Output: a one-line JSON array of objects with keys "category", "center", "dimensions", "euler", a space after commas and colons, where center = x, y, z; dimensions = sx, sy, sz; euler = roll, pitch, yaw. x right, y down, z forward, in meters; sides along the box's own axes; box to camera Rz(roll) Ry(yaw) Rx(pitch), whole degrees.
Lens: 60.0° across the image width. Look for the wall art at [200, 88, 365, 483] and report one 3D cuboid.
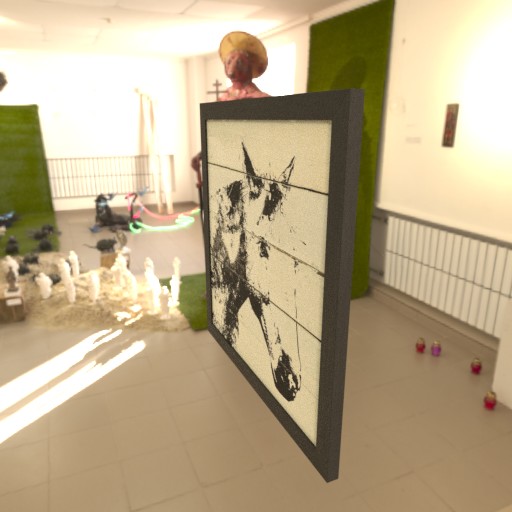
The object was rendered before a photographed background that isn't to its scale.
[{"category": "wall art", "center": [0.000, 0.000, 1.515], "dimensions": [0.038, 1.016, 1.016], "euler": [-8, 19, -24]}]
